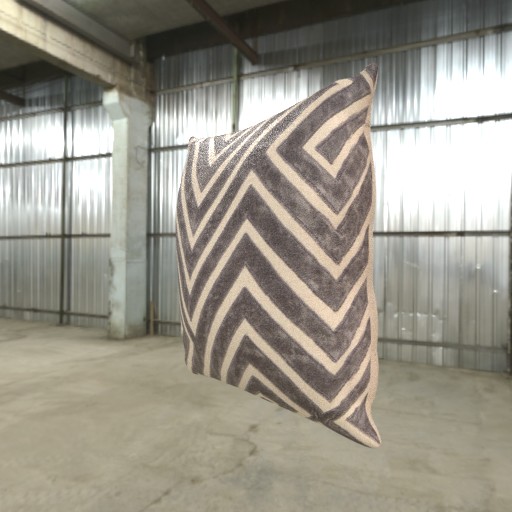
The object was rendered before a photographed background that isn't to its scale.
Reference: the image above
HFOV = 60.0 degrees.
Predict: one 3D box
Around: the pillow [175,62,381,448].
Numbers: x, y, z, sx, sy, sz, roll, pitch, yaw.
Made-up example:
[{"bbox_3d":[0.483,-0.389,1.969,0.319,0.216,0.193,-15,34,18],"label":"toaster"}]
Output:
[{"bbox_3d":[0.000,0.000,0.658,0.182,0.441,0.440,0,0,-36],"label":"pillow"}]
